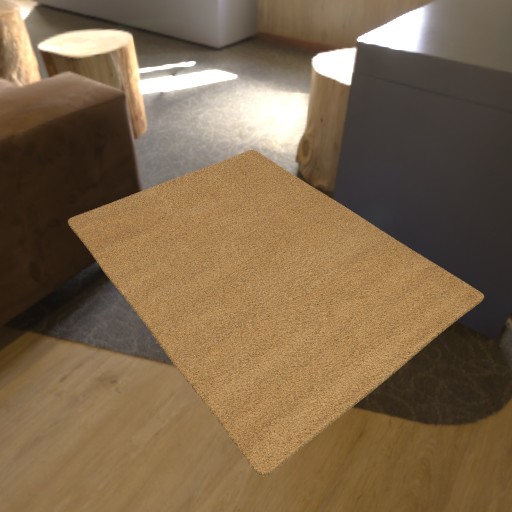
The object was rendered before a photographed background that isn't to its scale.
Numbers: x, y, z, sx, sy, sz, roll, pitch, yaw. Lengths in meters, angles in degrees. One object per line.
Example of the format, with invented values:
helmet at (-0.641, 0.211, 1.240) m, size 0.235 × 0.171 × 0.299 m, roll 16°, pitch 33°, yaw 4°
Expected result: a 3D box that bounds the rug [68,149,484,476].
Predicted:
rug at (0.000, 0.000, 2.058) m, size 1.199 × 0.025 × 1.600 m, roll -27°, pitch 49°, yaw -27°
